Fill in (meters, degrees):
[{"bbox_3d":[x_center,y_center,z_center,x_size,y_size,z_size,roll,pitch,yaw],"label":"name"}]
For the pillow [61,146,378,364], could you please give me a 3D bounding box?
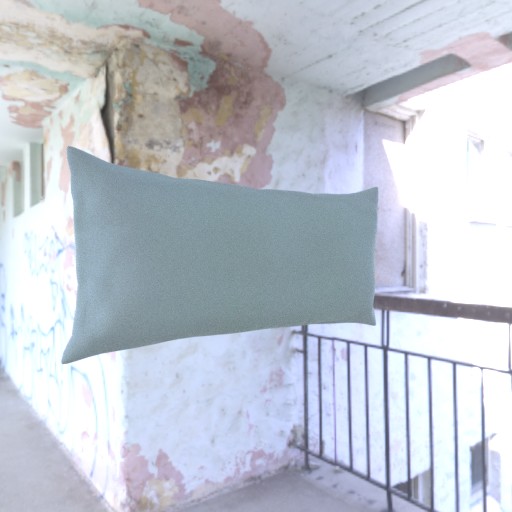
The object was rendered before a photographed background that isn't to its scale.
[{"bbox_3d":[0.000,0.000,0.742,0.610,0.287,0.151,0,0,-35],"label":"pillow"}]
